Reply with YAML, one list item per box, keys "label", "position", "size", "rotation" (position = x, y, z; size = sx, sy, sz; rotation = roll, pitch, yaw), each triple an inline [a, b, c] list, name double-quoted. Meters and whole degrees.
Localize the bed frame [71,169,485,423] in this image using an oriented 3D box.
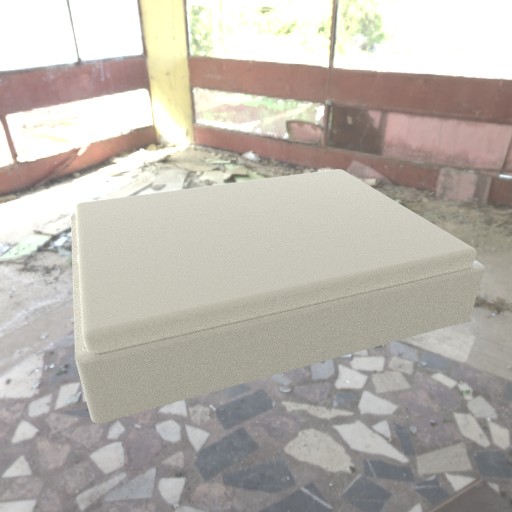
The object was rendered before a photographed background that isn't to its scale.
- label: "bed frame"
  position: [0.000, 0.000, 2.491]
  size: [1.900, 0.406, 1.400]
  rotation: [-11, 31, -18]
